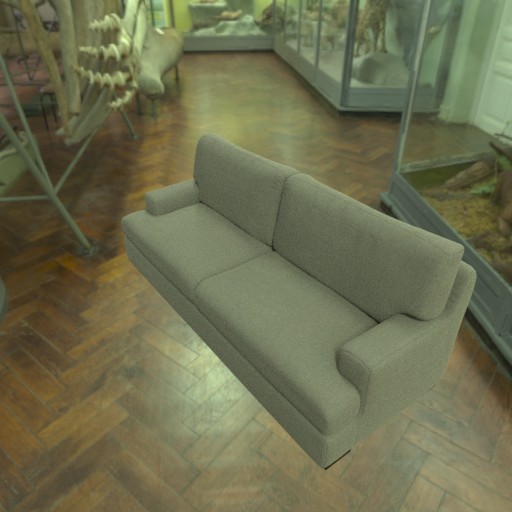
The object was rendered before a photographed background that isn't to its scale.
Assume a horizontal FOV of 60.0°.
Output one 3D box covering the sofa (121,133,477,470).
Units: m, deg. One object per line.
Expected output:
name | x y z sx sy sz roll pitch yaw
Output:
sofa | 0.000 0.000 2.856 0.962 0.980 2.354 -22 38 -30
